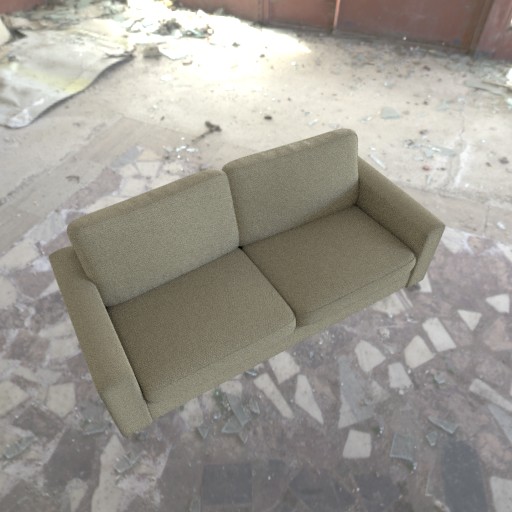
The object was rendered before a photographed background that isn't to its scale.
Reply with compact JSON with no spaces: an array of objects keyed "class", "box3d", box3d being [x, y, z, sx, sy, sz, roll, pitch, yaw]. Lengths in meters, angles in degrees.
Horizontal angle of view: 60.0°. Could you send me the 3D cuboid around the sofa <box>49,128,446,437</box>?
[{"class":"sofa","box3d":[0.000,0.000,2.704,2.179,0.873,1.016,-23,51,-20]}]
